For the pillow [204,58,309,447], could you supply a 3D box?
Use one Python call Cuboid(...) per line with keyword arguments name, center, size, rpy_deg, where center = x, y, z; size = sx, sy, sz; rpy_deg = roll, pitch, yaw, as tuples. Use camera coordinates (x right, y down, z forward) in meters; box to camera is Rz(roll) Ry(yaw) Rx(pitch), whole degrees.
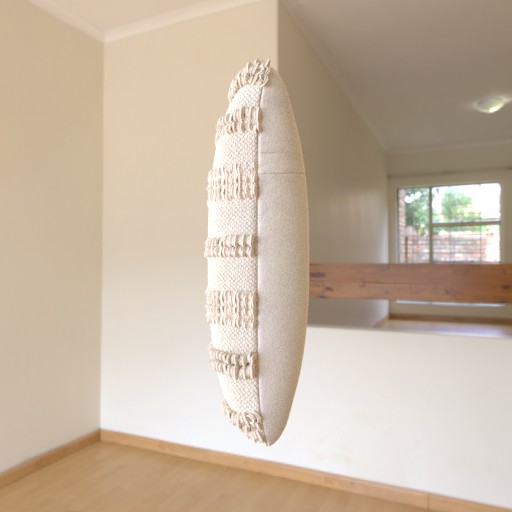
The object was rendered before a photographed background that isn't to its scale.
Cuboid(name="pillow", center=(0.000, 0.000, 0.676), size=(0.145, 0.427, 0.437), rpy_deg=(0, -1, 0))
